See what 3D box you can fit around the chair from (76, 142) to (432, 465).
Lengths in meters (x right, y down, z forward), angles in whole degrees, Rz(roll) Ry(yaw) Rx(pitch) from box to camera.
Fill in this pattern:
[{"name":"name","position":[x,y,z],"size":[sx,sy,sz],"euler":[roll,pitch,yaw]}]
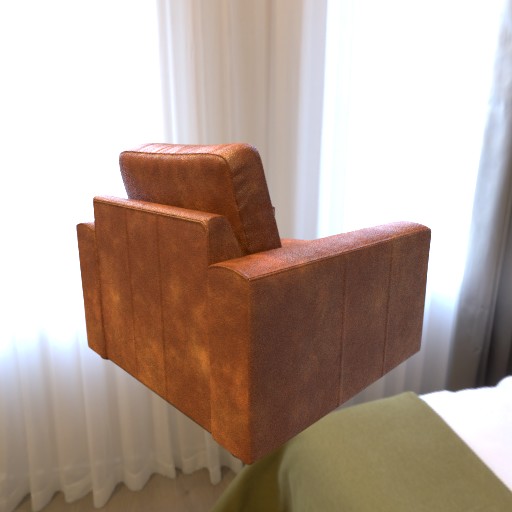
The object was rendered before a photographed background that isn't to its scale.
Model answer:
[{"name":"chair","position":[0.000,0.000,1.762],"size":[1.016,0.873,1.005],"euler":[-14,20,-42]}]
